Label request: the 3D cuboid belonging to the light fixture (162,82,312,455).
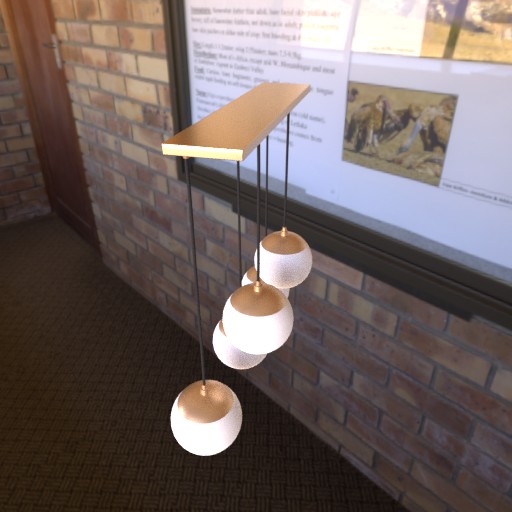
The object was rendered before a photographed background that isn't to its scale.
[{"bbox_3d":[0.000,0.000,1.333,0.299,0.869,0.863,8,31,13],"label":"light fixture"}]
